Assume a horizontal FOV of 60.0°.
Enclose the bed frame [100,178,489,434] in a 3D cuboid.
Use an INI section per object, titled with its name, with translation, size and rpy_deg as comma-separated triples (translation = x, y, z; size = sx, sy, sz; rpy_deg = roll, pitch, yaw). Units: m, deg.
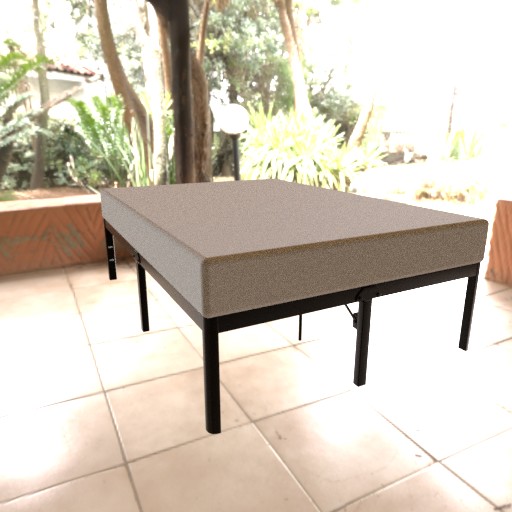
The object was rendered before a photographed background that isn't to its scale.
[bed frame]
translation = 0.000, 0.000, 2.621
size = 1.408, 0.659, 1.956
rpy_deg = -8, 18, -27
